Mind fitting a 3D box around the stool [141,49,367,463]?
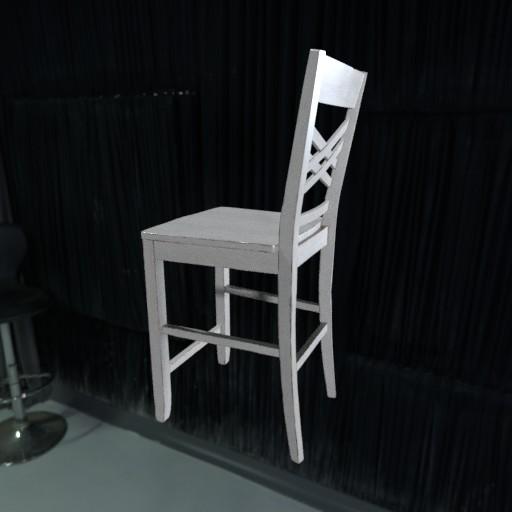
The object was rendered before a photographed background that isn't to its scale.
[{"bbox_3d":[0.000,0.000,1.368,0.539,1.079,0.462,8,18,24],"label":"stool"}]
